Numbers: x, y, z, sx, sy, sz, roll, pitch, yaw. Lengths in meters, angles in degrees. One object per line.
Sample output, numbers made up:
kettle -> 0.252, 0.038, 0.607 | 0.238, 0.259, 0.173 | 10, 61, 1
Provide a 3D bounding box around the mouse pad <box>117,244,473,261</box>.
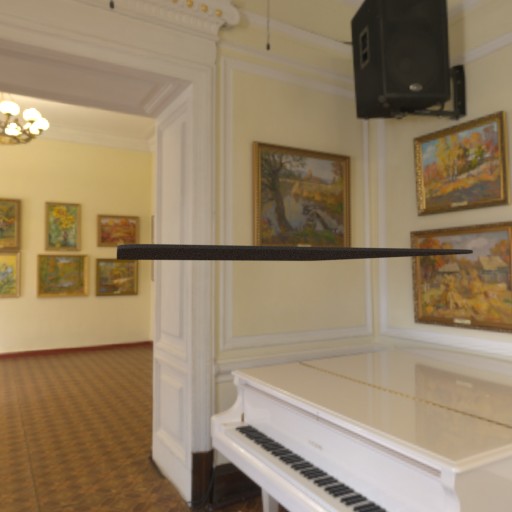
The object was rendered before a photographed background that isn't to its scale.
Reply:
mouse pad -> 0.000, 0.000, 0.352 | 0.211, 0.002, 0.249 | 1, -2, -18
